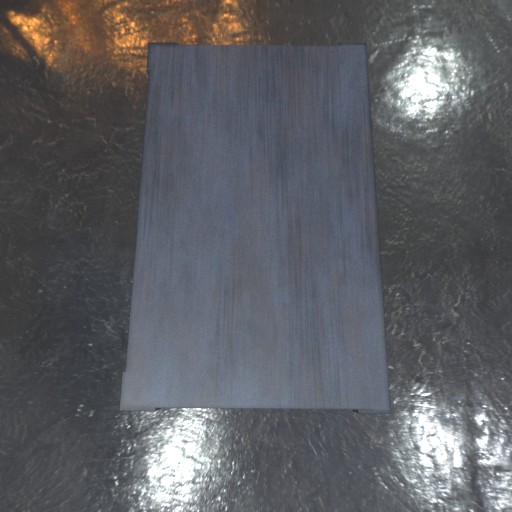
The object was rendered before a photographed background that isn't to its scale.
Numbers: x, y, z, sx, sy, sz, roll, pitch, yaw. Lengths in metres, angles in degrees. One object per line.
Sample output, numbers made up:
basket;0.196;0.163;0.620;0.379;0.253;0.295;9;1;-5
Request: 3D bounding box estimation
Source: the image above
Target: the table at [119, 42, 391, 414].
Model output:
table;0.000;0.000;1.070;0.413;0.660;0.660;0;75;0
